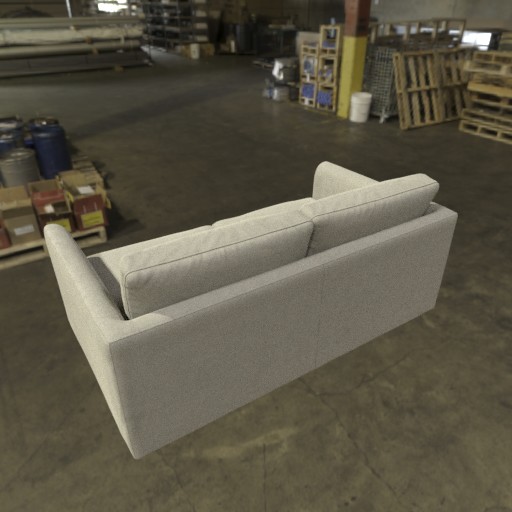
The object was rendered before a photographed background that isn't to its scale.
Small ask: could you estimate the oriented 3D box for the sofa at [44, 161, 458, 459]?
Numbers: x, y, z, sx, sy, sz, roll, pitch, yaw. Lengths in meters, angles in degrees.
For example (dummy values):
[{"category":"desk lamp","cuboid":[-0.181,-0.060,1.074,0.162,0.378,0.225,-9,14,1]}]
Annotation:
[{"category":"sofa","cuboid":[0.000,0.000,2.423,1.905,0.839,1.091,-18,35,-28]}]
